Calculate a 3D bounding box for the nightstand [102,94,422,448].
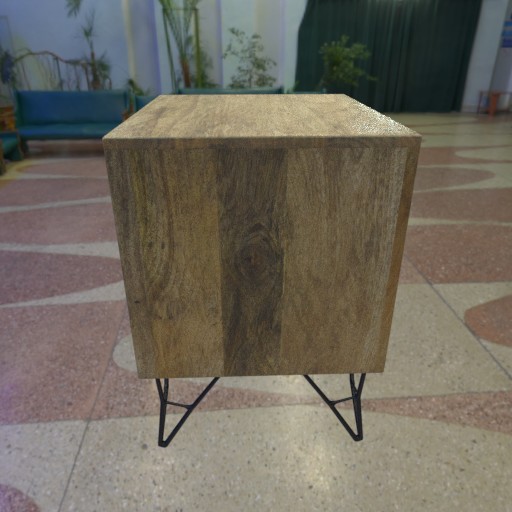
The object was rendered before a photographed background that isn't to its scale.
[{"bbox_3d":[0.000,0.000,0.882,0.406,0.559,0.457,-1,26,-2],"label":"nightstand"}]
